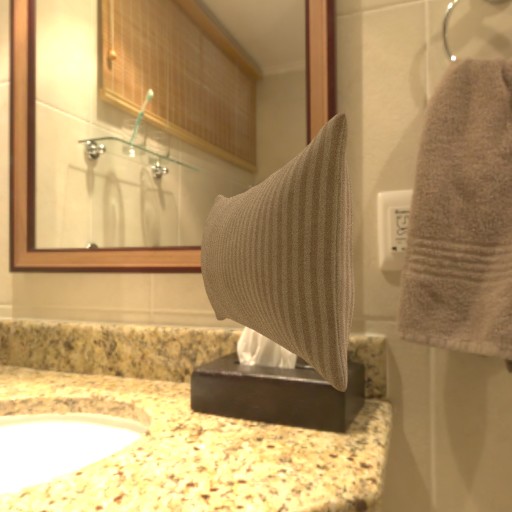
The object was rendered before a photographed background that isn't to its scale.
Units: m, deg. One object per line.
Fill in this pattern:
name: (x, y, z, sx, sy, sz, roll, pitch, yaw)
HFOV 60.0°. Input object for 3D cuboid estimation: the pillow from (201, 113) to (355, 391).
pillow: (0.000, 0.000, 0.754, 0.151, 0.295, 0.617, 0, -1, -17)
